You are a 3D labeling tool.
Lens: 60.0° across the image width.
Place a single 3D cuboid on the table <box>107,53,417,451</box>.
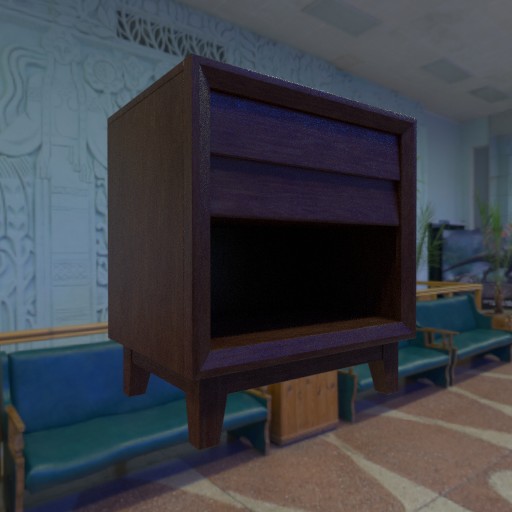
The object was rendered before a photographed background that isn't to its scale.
[{"bbox_3d":[0.000,0.000,1.004,0.557,0.609,0.449,0,1,-36],"label":"table"}]
